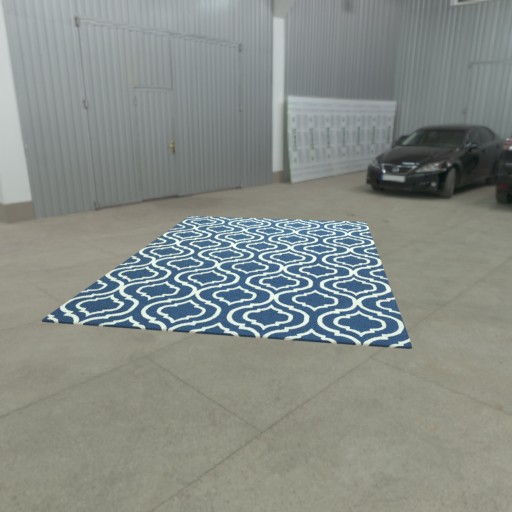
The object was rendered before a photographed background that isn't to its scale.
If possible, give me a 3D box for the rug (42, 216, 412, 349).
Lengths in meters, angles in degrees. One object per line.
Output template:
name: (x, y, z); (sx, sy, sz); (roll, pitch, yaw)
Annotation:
rug: (0.000, 0.000, 2.782); (1.524, 0.010, 2.134); (3, 17, 8)
